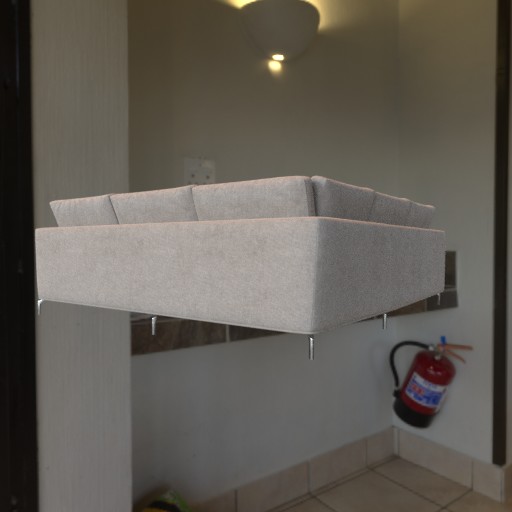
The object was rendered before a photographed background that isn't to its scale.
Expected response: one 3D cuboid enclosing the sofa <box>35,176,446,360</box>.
[{"bbox_3d":[0.000,0.000,3.612,2.438,0.864,2.438,1,2,35],"label":"sofa"}]
